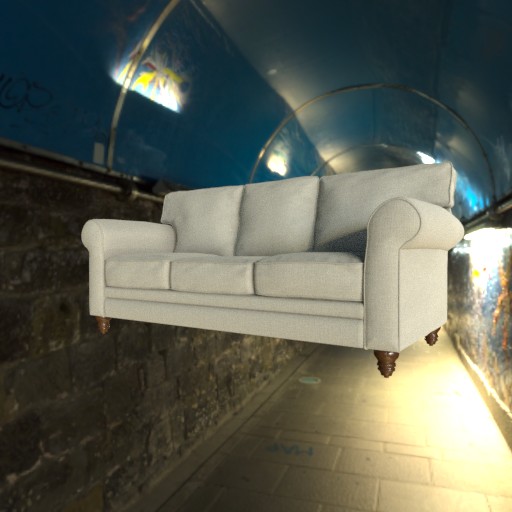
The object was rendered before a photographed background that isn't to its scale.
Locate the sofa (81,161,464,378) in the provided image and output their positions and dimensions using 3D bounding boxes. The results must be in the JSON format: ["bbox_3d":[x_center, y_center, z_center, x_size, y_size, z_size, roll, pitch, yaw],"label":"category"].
[{"bbox_3d":[0.000,0.000,2.558,2.084,0.961,0.916,0,0,34],"label":"sofa"}]
